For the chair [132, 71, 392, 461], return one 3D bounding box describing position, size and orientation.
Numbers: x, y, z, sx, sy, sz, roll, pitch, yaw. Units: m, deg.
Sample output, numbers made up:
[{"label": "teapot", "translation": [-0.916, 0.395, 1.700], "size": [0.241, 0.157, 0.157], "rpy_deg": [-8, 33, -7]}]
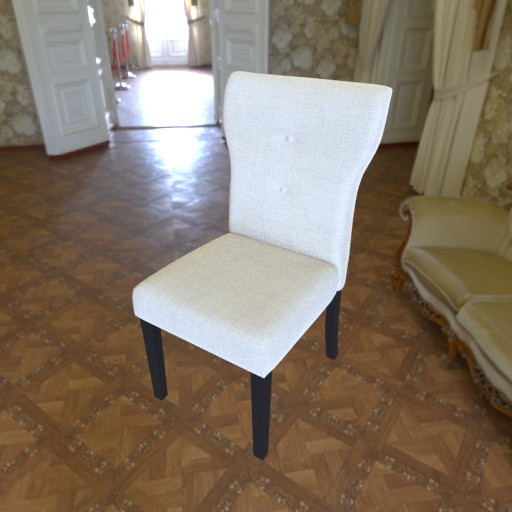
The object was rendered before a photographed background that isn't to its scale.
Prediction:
[{"label": "chair", "translation": [0.000, 0.000, 1.299], "size": [0.509, 0.921, 0.597], "rpy_deg": [18, 35, 29]}]
